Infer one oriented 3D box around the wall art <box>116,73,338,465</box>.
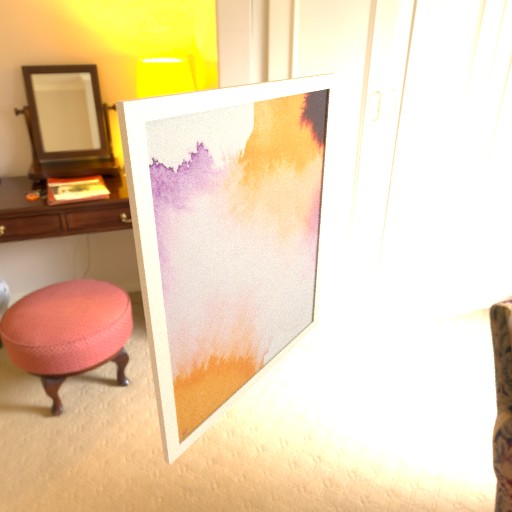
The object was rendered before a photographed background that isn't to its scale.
[{"bbox_3d":[0.000,0.000,0.765,0.012,0.557,0.482,18,32,32],"label":"wall art"}]
